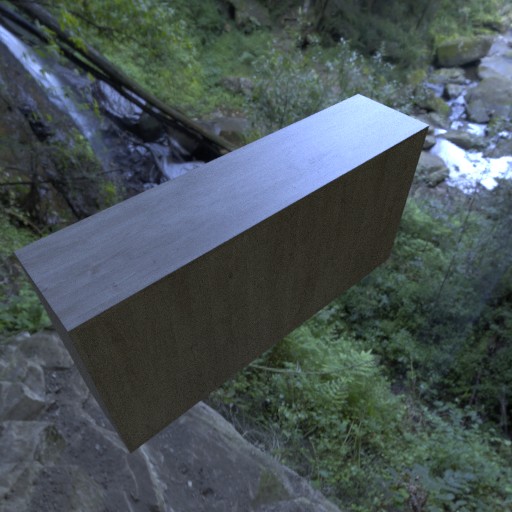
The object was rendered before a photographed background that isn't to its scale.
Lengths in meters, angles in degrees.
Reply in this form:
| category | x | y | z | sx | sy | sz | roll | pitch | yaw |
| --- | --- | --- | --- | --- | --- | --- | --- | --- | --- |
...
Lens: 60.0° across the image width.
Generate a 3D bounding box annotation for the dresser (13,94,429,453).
| category | x | y | z | sx | sy | sz | roll | pitch | yaw |
| --- | --- | --- | --- | --- | --- | --- | --- | --- | --- |
| dresser | 0.000 | 0.000 | 1.867 | 1.590 | 0.795 | 0.390 | -32 | 53 | -28 |
